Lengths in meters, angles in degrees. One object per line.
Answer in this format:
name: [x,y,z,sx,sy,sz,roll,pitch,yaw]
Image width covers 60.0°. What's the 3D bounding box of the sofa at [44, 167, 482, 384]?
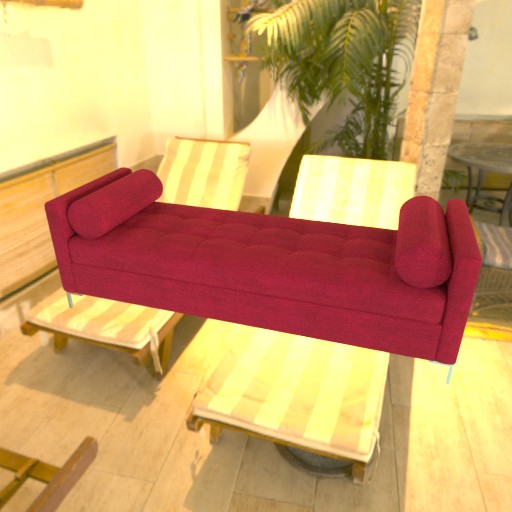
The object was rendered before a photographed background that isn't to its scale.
sofa: [0.000,0.000,2.326,1.981,0.635,0.686,8,28,16]
